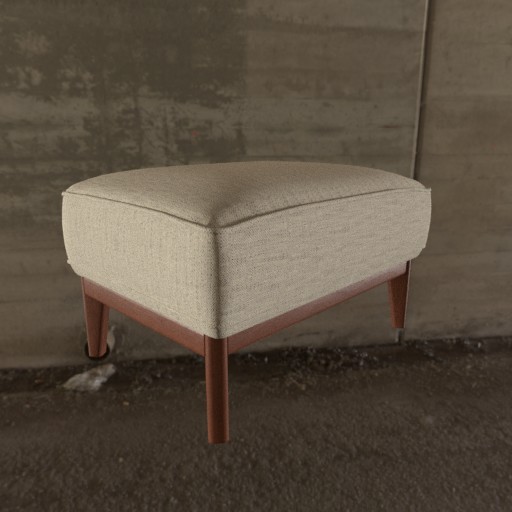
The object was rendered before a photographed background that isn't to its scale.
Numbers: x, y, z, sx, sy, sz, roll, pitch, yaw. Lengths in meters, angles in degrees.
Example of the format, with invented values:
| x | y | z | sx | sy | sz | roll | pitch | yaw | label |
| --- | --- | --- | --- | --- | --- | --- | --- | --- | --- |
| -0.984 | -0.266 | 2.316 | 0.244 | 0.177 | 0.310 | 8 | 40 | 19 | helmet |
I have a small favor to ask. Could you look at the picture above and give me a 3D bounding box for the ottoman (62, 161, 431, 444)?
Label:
| x | y | z | sx | sy | sz | roll | pitch | yaw | label |
| --- | --- | --- | --- | --- | --- | --- | --- | --- | --- |
| 0.000 | 0.000 | 1.153 | 0.594 | 0.465 | 0.794 | 14 | 21 | 42 | ottoman |
